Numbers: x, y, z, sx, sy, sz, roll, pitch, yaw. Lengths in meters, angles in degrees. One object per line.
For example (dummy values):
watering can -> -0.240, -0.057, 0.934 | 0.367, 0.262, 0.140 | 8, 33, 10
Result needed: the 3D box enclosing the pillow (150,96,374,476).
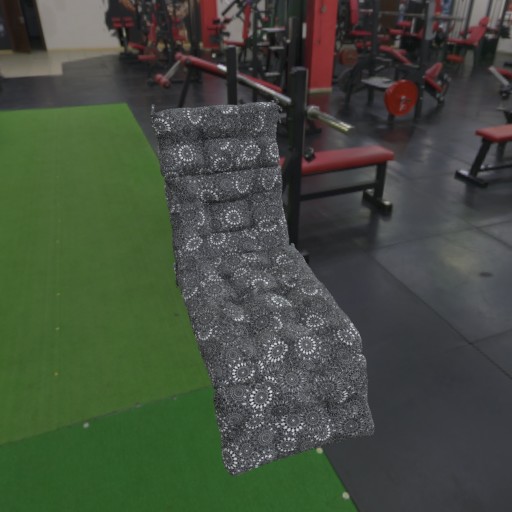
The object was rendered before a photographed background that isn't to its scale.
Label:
pillow -> 0.000, 0.000, 1.525 | 0.526, 0.863, 1.016 | -10, 33, -15
